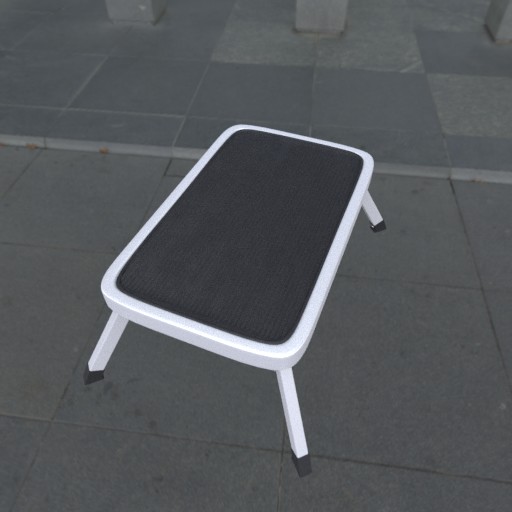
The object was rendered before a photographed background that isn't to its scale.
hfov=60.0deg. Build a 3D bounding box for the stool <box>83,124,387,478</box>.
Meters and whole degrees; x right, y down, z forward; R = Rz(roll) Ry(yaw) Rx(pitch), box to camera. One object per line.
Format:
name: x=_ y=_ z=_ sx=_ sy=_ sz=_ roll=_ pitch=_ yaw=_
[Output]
stool: x=0.000 y=0.000 z=0.629 sx=0.320 sy=0.170 sz=0.460 roll=17 pitch=50 yaw=15
